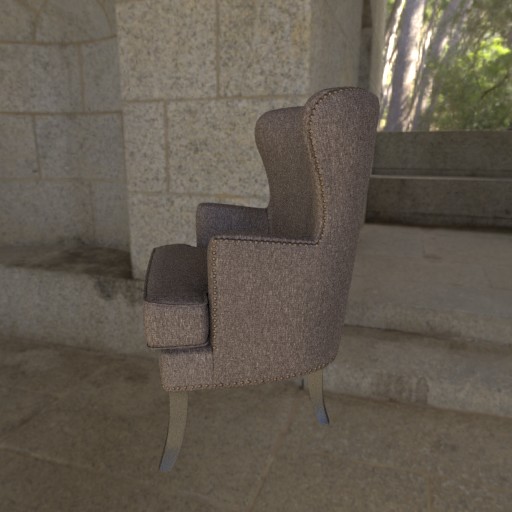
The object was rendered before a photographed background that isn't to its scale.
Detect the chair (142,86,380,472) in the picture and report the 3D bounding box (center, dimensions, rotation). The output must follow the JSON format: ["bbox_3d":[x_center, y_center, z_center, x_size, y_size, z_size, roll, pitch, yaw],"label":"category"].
[{"bbox_3d":[0.000,0.000,1.564,0.758,1.060,0.759,-2,14,-10],"label":"chair"}]
